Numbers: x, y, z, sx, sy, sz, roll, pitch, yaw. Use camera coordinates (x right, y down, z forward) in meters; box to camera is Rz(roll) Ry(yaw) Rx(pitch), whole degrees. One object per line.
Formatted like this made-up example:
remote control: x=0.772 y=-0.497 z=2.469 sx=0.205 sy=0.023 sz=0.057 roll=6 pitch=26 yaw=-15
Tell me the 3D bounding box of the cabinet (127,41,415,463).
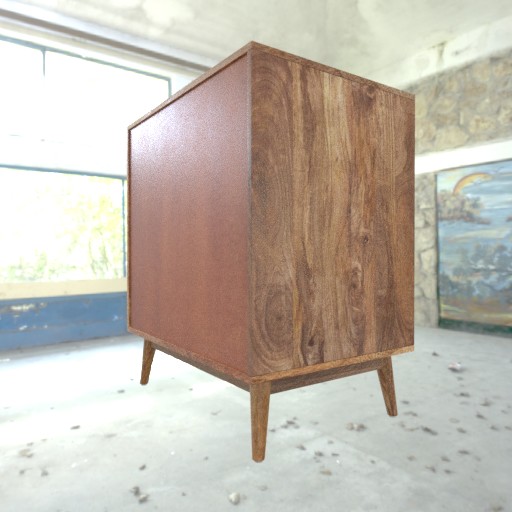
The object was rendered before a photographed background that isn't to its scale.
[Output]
cabinet: x=0.000 y=0.000 z=1.174 sx=0.473 sy=0.758 sz=0.647 roll=0 pitch=1 yaw=-35
